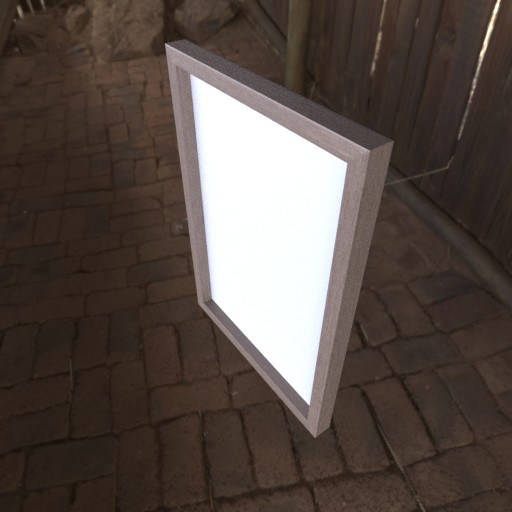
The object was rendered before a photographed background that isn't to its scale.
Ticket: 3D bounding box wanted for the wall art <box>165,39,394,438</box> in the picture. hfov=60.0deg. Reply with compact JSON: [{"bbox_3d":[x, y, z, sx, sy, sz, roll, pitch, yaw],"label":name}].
[{"bbox_3d":[0.000,0.000,0.653,0.032,0.510,0.358,-27,48,-26],"label":"wall art"}]
